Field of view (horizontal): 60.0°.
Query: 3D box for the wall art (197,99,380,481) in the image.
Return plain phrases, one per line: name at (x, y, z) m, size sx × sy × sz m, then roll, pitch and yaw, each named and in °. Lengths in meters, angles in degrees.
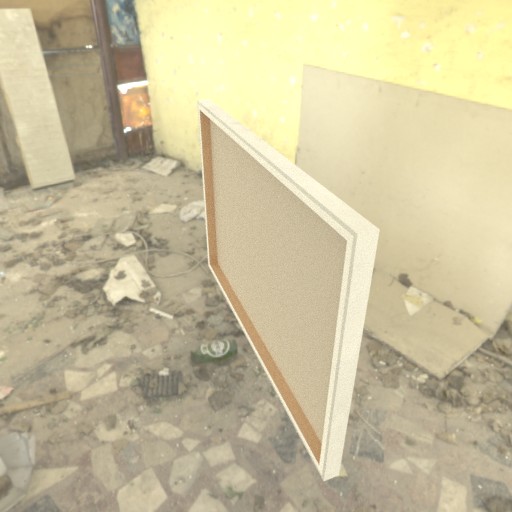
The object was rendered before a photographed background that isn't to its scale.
wall art at (0.000, 0.000, 1.168) m, size 0.038 × 0.610 × 0.915 m, roll -11°, pitch 33°, yaw -18°
